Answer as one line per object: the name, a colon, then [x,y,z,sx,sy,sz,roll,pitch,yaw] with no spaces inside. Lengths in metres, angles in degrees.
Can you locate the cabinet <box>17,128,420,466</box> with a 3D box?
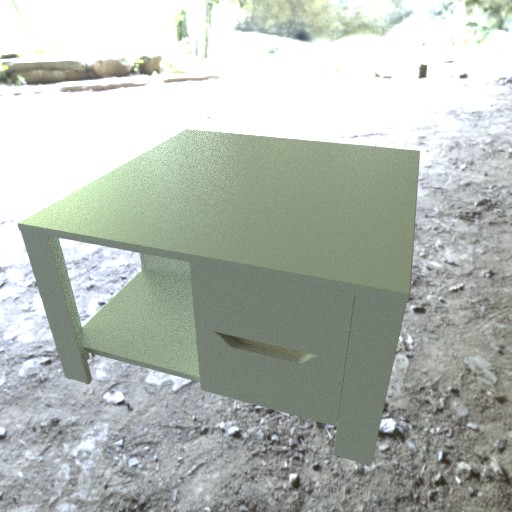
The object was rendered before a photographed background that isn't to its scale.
cabinet: [0.000,0.000,1.272,0.800,0.460,0.800,10,32,16]
